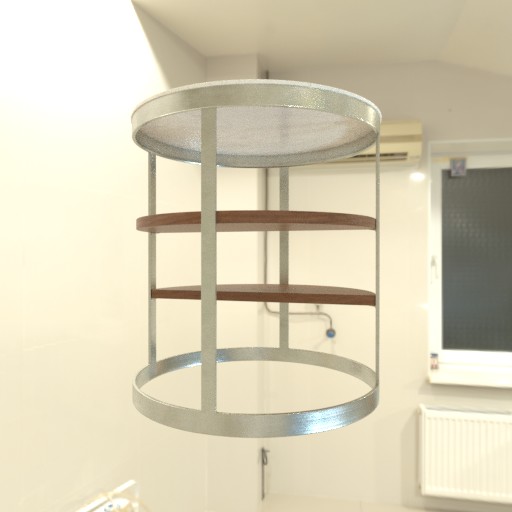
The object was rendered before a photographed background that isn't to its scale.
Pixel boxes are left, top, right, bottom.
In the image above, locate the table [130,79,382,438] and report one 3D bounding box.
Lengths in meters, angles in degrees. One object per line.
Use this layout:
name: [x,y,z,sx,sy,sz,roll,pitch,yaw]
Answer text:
table: [0.000,0.000,0.747,0.407,0.447,0.407,0,0,0]
